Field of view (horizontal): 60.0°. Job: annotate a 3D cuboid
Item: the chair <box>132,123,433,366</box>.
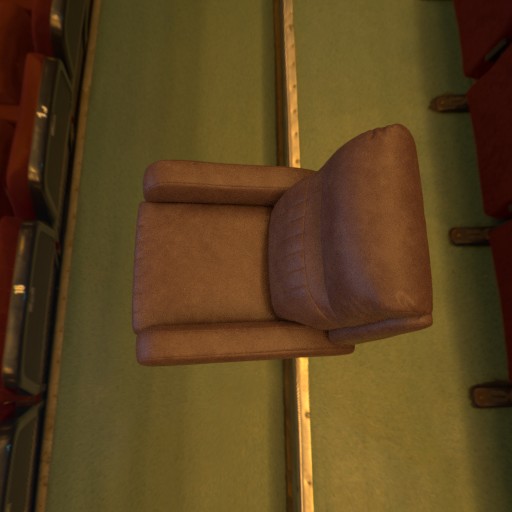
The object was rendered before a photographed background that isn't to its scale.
[{"bbox_3d":[0.000,0.000,1.819,1.067,1.067,0.865,-1,75,0],"label":"chair"}]
